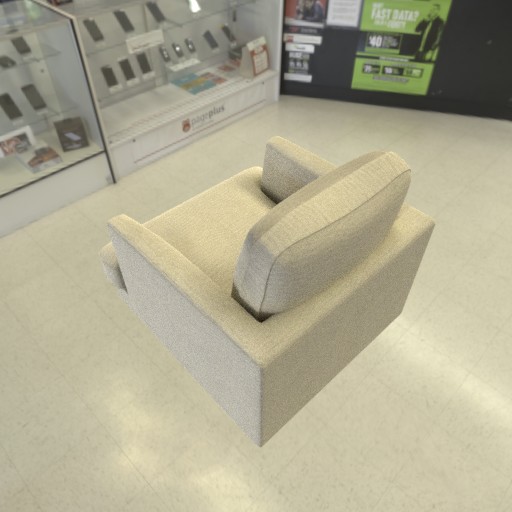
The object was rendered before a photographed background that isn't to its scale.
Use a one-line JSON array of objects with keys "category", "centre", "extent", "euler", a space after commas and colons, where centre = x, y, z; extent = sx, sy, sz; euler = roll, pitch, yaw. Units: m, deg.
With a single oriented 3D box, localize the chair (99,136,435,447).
[{"category": "chair", "centre": [0.000, 0.000, 1.659], "extent": [0.858, 0.957, 0.899], "euler": [-34, 54, -29]}]
